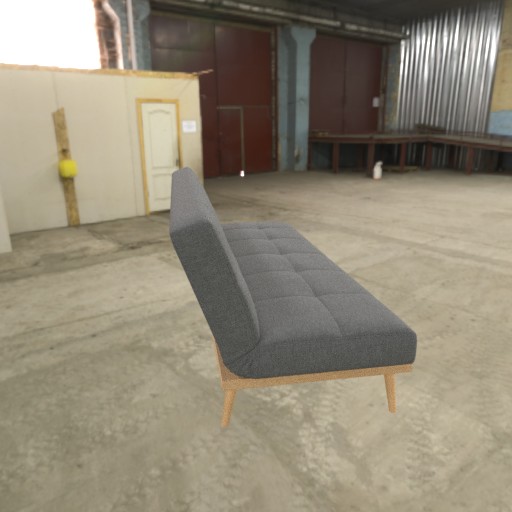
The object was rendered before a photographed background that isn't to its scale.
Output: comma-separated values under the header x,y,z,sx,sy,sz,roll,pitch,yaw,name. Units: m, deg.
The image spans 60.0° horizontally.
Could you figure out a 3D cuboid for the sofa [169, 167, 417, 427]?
x,y,z,sx,sy,sz,roll,pitch,yaw,name
0.000,0.000,2.266,0.820,0.770,1.820,-3,17,-10,sofa
